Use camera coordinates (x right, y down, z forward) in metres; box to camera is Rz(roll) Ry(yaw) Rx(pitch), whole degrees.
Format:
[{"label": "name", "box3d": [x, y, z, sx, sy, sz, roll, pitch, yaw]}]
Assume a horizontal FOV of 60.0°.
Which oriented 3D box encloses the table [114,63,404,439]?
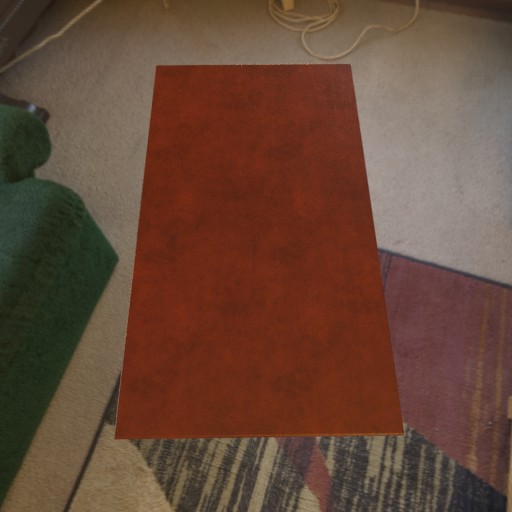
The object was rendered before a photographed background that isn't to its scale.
[{"label": "table", "box3d": [0.000, 0.000, 1.214, 0.533, 0.456, 0.943, -1, 65, 0]}]
